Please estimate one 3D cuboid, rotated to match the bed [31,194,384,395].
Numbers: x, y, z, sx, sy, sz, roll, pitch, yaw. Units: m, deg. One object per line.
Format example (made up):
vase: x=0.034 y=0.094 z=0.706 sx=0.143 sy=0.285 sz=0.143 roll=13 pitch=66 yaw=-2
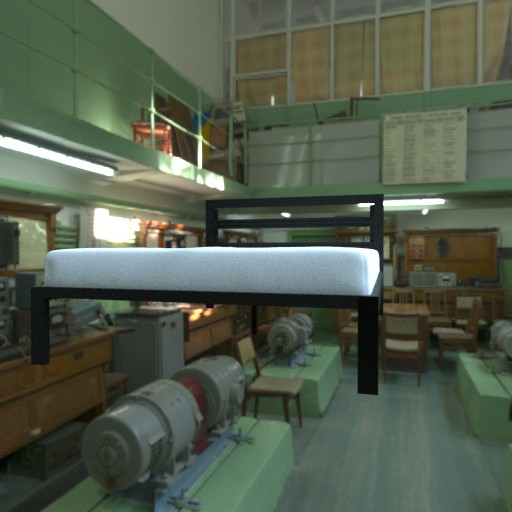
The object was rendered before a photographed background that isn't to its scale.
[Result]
bed: x=0.000 y=0.000 z=2.784 sx=1.524 sy=0.967 sz=2.062 roll=0 pitch=1 yaw=17
